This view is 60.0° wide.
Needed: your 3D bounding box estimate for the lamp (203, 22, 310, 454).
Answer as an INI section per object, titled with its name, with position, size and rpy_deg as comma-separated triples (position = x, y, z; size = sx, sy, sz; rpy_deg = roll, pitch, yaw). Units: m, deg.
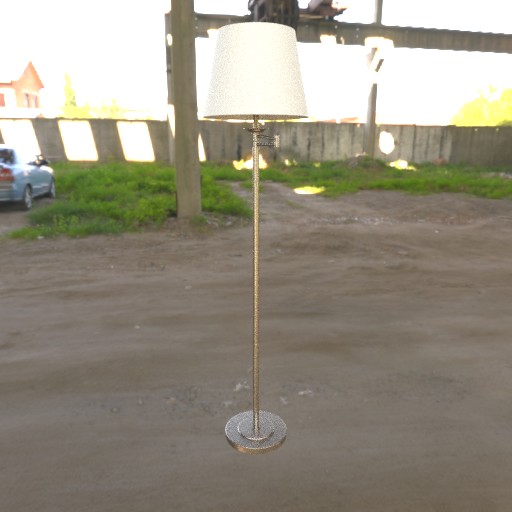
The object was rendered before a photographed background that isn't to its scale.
[lamp]
position = 0.000, 0.000, 1.598
size = 0.355, 1.473, 0.355
rpy_deg = 0, 14, 0
